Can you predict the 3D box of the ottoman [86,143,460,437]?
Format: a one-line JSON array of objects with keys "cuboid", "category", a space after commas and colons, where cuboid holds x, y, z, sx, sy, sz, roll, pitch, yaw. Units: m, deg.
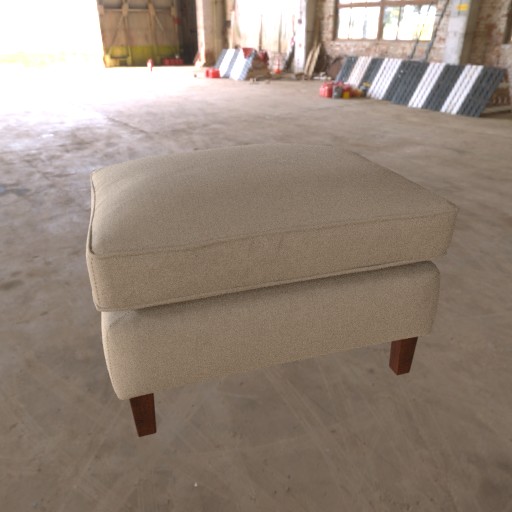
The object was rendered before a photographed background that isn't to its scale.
[{"cuboid": [0.000, 0.000, 0.985, 0.665, 0.456, 0.501, -8, 28, -15], "category": "ottoman"}]
